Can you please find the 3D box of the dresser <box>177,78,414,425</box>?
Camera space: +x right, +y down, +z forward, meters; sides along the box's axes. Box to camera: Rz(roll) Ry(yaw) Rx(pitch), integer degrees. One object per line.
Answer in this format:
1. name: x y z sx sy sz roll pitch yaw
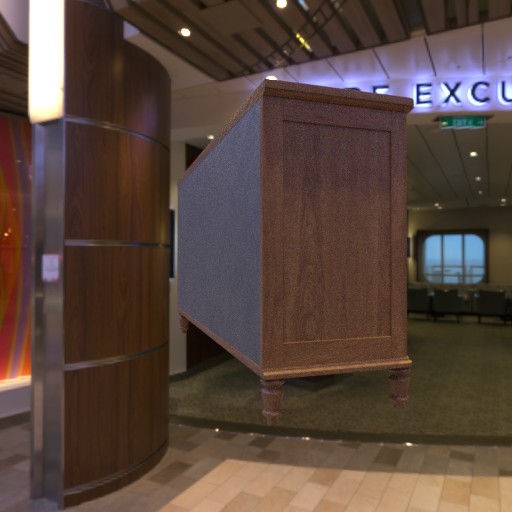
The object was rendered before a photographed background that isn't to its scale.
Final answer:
1. dresser: 0.000 0.000 1.946 0.468 0.892 1.583 0 0 -18
